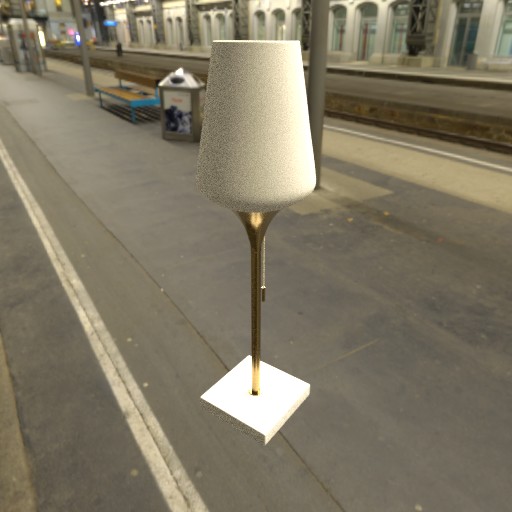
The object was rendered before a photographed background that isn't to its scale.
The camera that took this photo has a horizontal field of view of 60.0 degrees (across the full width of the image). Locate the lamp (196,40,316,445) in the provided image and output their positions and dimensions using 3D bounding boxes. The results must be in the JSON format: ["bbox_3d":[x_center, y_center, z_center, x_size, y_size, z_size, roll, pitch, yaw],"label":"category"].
[{"bbox_3d":[0.000,0.000,0.731,0.181,0.639,0.181,18,32,32],"label":"lamp"}]
